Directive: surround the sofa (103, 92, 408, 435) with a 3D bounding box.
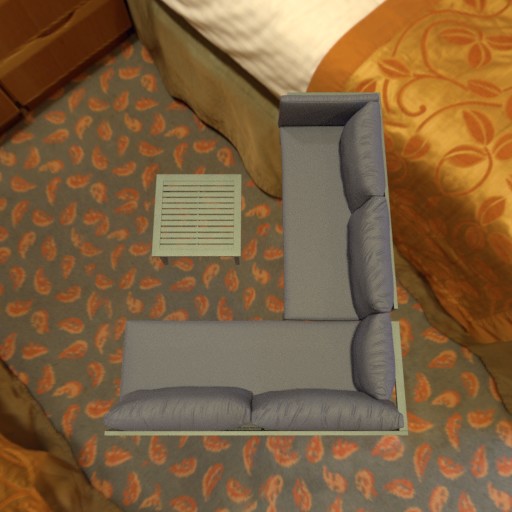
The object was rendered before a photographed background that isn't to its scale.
[{"bbox_3d":[0.000,0.000,2.923,1.658,0.762,2.149,0,75,0],"label":"sofa"}]
